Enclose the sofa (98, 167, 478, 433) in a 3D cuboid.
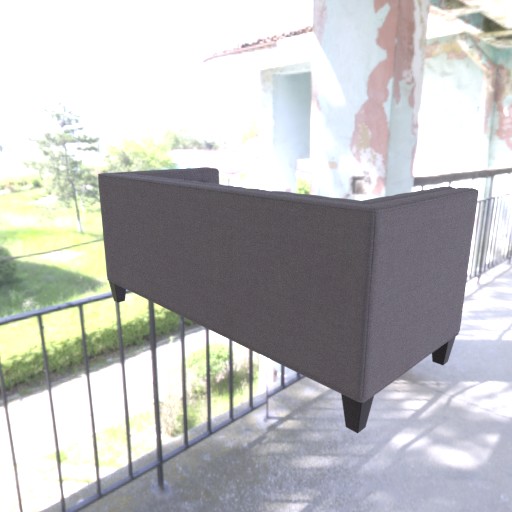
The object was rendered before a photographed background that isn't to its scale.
[{"bbox_3d":[0.000,0.000,2.224,0.775,0.762,1.778,-14,21,-42],"label":"sofa"}]
